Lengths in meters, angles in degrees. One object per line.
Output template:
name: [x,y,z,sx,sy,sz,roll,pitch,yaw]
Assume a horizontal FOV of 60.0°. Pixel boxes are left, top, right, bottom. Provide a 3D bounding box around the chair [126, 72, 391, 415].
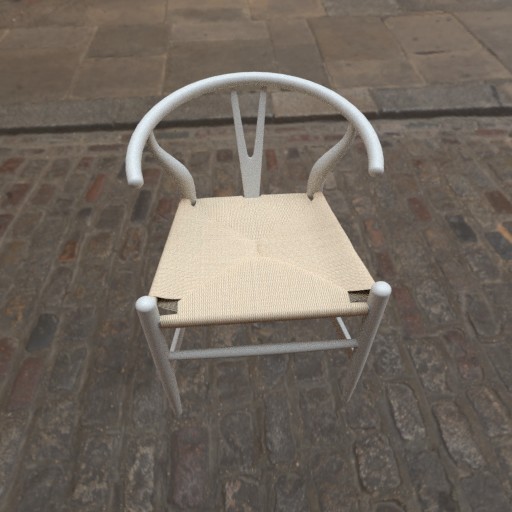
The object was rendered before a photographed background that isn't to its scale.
chair: [0.000,0.000,1.131,0.533,0.736,0.500,-3,47,-3]
